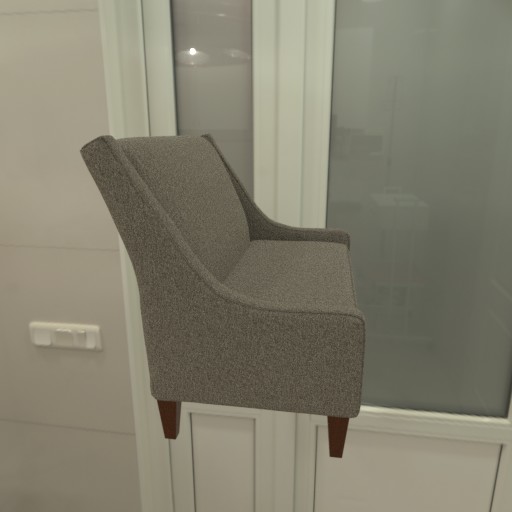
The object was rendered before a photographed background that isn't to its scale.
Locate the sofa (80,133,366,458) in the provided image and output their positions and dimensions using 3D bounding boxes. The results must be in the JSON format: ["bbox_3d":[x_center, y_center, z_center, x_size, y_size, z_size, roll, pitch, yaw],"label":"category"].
[{"bbox_3d":[0.000,0.000,1.934,0.862,1.026,1.242,3,16,9],"label":"sofa"}]
